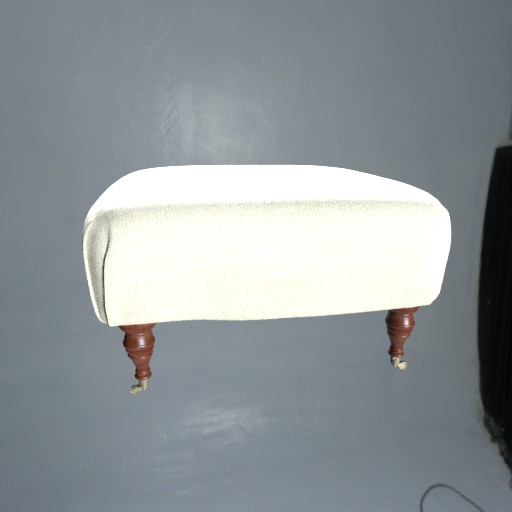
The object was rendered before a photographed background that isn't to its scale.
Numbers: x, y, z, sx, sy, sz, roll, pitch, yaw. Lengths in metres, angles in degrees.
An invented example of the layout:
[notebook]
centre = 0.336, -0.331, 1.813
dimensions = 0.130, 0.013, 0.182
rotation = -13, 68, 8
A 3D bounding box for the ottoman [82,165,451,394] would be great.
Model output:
[ottoman]
centre = 0.000, 0.000, 1.136
dimensions = 0.747, 0.450, 0.622
rotation = -3, 16, -9
